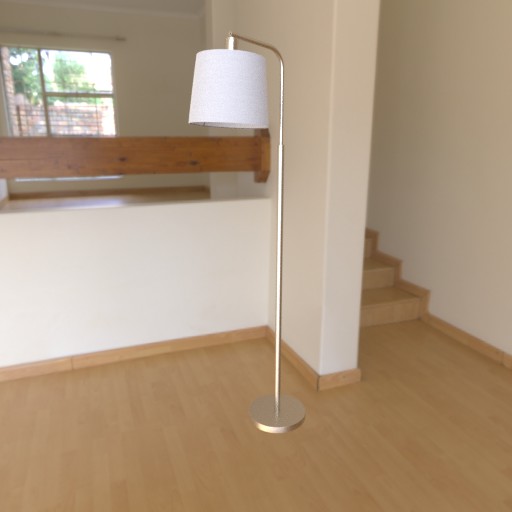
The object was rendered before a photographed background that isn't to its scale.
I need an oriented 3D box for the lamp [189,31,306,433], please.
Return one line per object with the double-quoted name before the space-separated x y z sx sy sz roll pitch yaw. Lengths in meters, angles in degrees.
"lamp" 0.000 0.000 1.636 0.254 1.478 0.508 14 21 42
